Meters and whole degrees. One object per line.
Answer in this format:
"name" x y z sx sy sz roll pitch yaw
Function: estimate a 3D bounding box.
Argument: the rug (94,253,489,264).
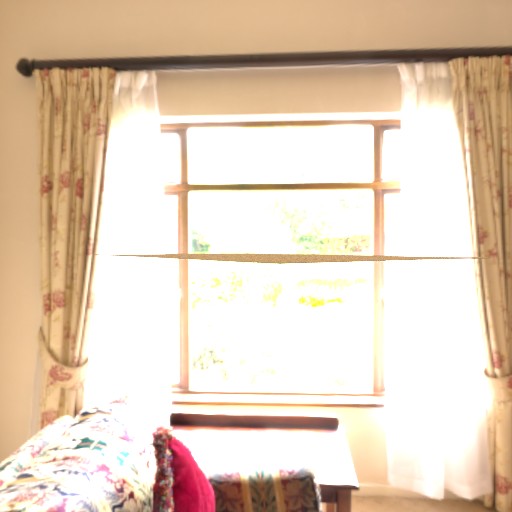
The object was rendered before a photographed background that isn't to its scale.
"rug" 0.000 0.000 3.058 1.523 0.008 2.438 -1 1 -35
